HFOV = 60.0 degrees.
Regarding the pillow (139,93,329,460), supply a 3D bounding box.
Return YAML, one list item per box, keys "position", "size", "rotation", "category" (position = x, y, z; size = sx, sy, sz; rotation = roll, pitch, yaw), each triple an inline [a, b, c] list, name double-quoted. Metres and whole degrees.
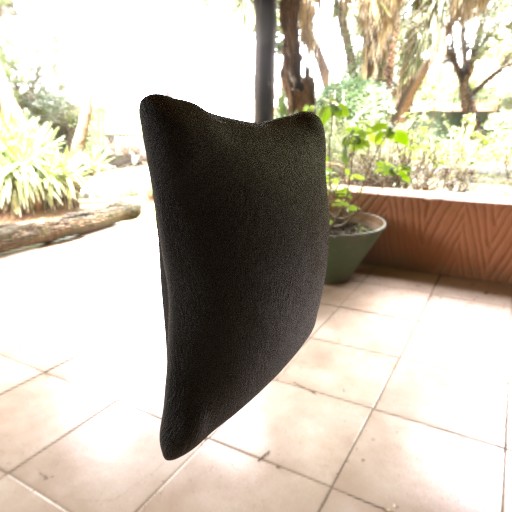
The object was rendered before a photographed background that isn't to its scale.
- position: [0.000, 0.000, 0.803]
  size: [0.210, 0.523, 0.533]
  rotation: [8, 18, 28]
  category: "pillow"
